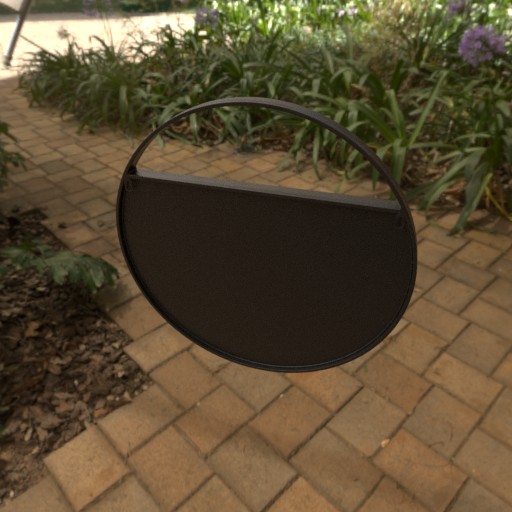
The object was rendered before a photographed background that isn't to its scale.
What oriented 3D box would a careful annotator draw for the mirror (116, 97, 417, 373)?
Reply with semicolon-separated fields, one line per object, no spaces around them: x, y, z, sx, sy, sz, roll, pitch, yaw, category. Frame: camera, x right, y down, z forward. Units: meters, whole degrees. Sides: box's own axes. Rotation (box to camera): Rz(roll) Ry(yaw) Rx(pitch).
0.000;0.000;0.826;0.565;0.565;0.032;9;34;14;mirror
